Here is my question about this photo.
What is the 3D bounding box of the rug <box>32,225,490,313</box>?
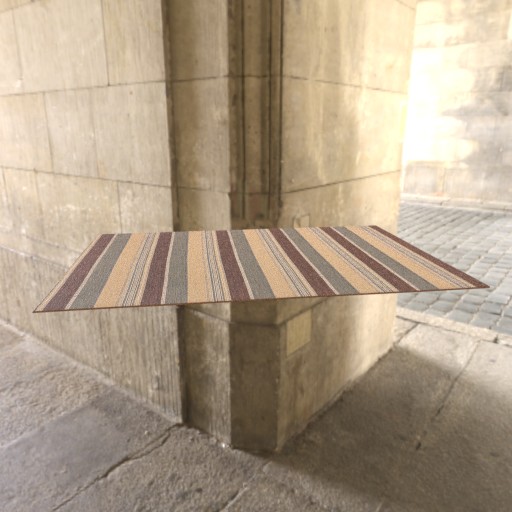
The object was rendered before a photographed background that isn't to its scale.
[{"bbox_3d":[0.000,0.000,2.321,1.829,0.008,1.219,-2,17,-8],"label":"rug"}]
